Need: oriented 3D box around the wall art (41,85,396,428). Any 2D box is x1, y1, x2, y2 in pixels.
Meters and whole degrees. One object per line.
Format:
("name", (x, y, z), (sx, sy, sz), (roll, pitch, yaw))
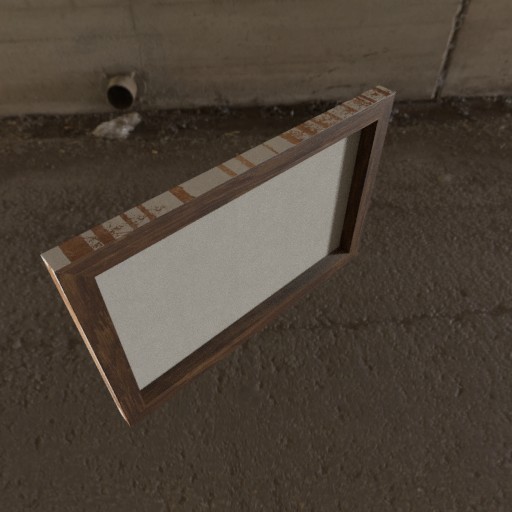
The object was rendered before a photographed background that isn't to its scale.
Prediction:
("wall art", (0.000, 0.000, 0.767), (0.609, 0.405, 0.035), (-33, 55, -28))
